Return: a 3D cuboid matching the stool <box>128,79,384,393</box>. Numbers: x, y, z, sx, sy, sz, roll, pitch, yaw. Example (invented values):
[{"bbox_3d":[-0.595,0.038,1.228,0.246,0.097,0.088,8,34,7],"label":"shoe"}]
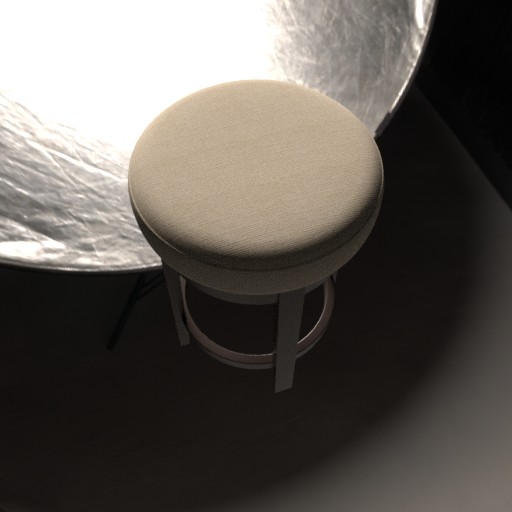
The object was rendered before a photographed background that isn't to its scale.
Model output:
[{"bbox_3d":[0.000,0.000,0.989,0.449,0.655,0.449,0,59,0],"label":"stool"}]
